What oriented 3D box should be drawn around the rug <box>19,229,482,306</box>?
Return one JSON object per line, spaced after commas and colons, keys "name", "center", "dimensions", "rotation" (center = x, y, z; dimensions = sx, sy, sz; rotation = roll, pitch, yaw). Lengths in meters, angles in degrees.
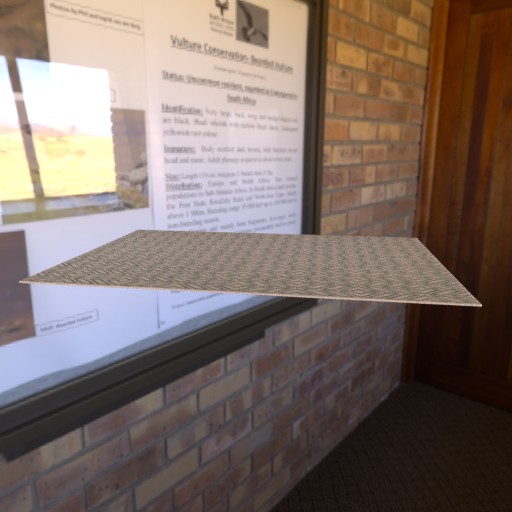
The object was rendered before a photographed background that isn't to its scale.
{"name": "rug", "center": [0.000, 0.000, 2.306], "dimensions": [1.828, 0.007, 1.220], "rotation": [2, 14, 9]}
